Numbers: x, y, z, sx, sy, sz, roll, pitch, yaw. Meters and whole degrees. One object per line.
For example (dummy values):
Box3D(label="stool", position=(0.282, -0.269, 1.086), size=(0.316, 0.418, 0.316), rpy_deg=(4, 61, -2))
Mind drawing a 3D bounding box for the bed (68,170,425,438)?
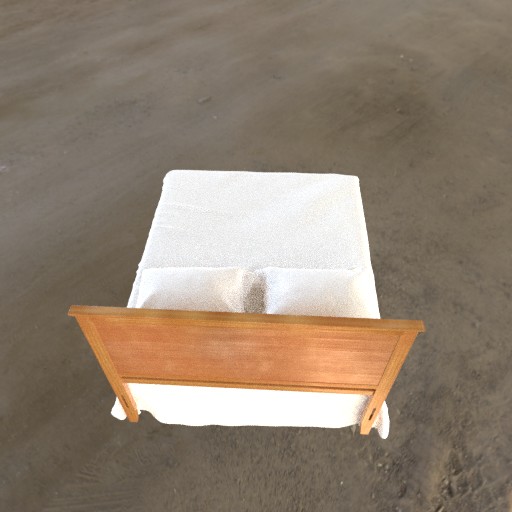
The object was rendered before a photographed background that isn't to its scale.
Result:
Box3D(label="bed", position=(0.000, 0.000, 3.176), size=(1.870, 1.273, 2.035), rpy_deg=(2, 48, 2))
